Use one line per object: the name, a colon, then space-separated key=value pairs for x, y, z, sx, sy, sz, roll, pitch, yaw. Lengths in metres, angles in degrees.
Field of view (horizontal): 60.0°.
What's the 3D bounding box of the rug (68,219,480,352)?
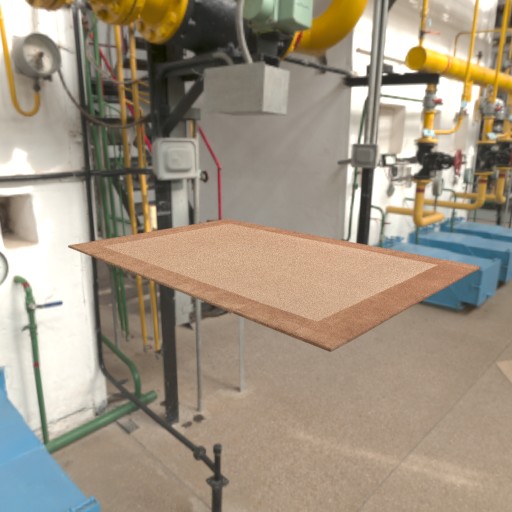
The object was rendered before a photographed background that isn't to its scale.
rug: x=0.000 y=0.000 z=2.333 sx=1.829 sy=0.014 sz=1.219 roll=14 pitch=21 yaw=43
